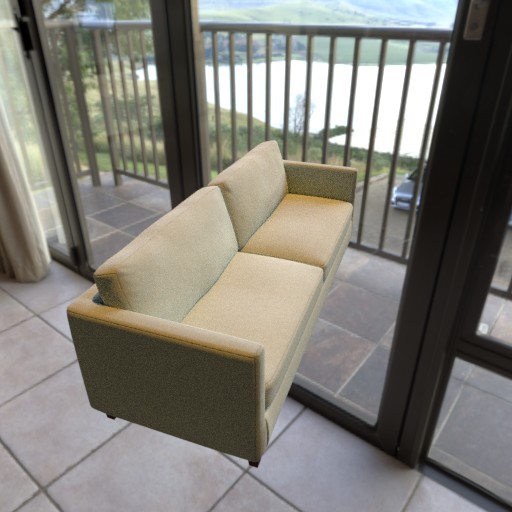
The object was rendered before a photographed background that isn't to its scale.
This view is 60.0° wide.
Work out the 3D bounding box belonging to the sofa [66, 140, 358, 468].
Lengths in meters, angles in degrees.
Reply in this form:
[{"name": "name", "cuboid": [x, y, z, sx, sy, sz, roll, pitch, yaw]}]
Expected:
[{"name": "sofa", "cuboid": [0.000, 0.000, 2.929, 0.948, 0.965, 2.434, 10, 31, 18]}]
